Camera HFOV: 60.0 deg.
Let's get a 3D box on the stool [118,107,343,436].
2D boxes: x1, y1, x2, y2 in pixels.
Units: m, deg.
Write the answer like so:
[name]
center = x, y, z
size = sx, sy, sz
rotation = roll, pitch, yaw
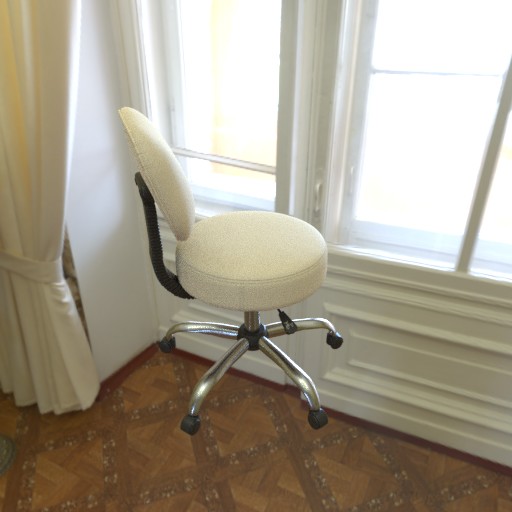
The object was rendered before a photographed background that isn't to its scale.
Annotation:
[stool]
center = 0.000, 0.000, 1.232
size = 0.616, 0.810, 0.609
rotation = -10, 30, -17
